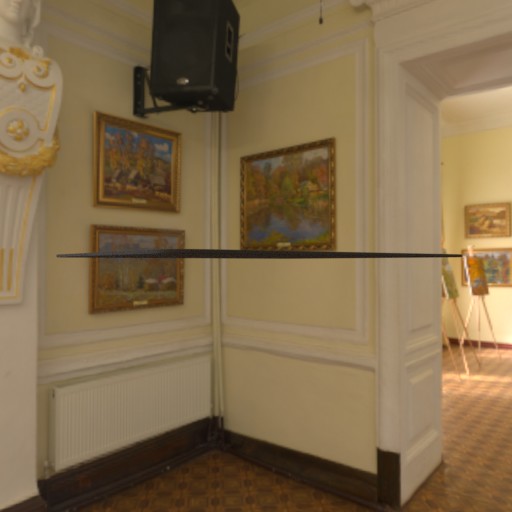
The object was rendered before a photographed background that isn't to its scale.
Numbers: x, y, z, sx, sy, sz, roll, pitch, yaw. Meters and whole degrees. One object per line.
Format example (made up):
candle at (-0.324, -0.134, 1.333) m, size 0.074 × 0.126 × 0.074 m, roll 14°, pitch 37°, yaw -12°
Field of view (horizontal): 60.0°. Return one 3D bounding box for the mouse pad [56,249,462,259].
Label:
mouse pad at (0.000, 0.000, 0.343) m, size 0.249 × 0.002 × 0.211 m, roll 1°, pitch -1°, yaw -37°
